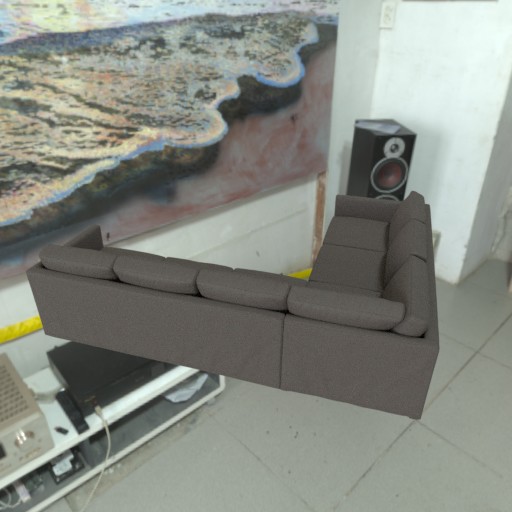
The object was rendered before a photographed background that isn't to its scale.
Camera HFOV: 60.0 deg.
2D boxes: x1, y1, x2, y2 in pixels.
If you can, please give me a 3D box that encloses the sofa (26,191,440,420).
[{"bbox_3d":[0.000,0.000,4.303,3.182,0.871,2.432,9,31,15],"label":"sofa"}]
